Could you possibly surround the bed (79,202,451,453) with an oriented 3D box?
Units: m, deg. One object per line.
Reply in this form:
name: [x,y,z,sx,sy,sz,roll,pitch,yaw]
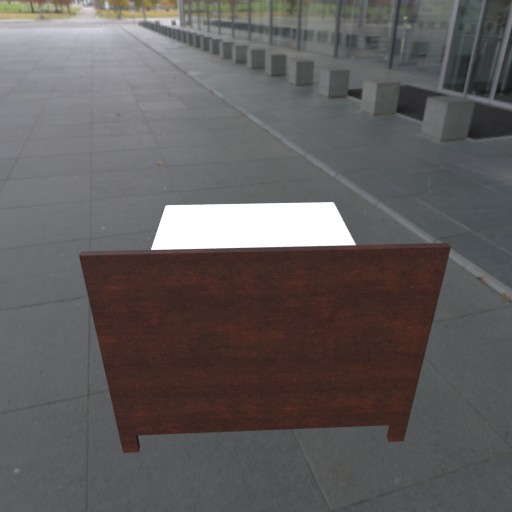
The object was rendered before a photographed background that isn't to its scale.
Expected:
bed: [0.000,0.000,3.163,1.600,1.270,2.184,-1,29,-2]
